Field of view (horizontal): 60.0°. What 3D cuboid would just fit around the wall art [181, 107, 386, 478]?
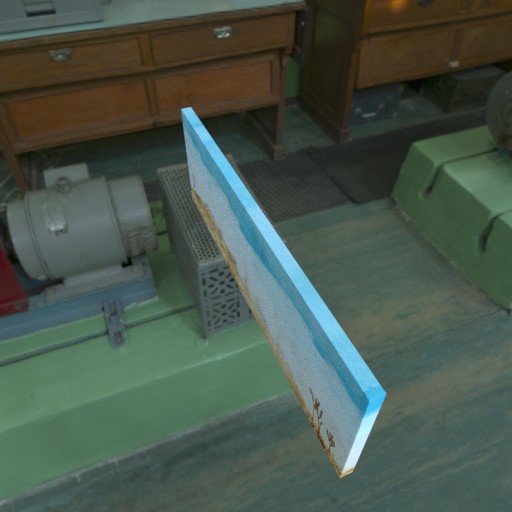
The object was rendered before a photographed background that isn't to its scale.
[{"bbox_3d":[0.000,0.000,0.844,0.044,0.254,0.759,-17,48,-16],"label":"wall art"}]
